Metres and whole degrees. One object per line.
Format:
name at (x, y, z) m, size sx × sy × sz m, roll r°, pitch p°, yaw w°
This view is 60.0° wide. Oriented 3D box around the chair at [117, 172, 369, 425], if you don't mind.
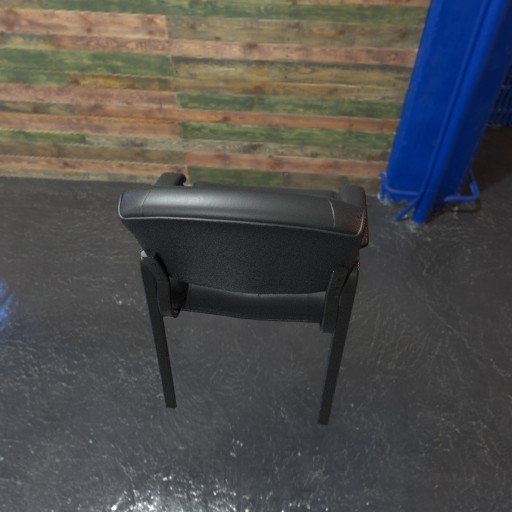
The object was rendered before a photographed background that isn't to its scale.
chair at (0.000, 0.000, 1.319) m, size 0.591 × 0.910 × 0.668 m, roll 5°, pitch 46°, yaw 4°
